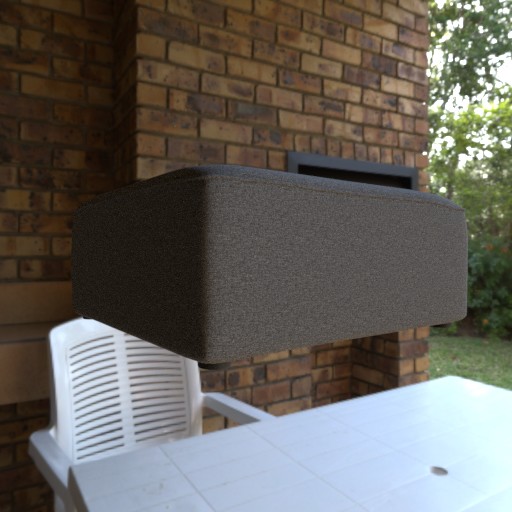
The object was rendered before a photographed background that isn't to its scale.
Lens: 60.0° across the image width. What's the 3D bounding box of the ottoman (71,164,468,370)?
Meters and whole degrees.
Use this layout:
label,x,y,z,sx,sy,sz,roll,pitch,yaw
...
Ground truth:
label,x,y,z,sx,sy,sz,roll,pitch,yaw
ottoman,0.000,0.000,1.561,1.005,0.464,1.015,0,0,-36
